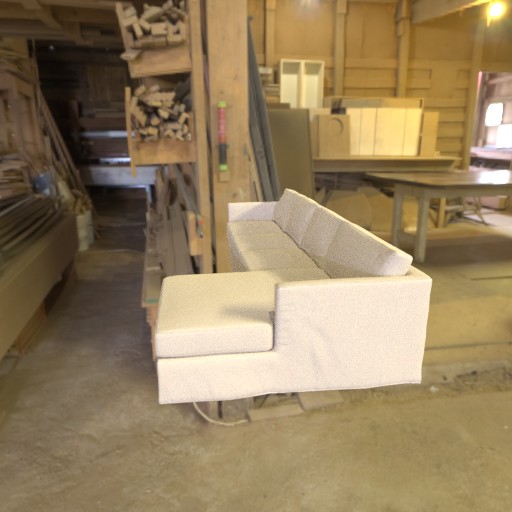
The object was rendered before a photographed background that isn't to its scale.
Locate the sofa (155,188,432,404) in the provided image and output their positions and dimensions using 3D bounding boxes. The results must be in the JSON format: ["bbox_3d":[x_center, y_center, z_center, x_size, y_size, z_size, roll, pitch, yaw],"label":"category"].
[{"bbox_3d":[0.000,0.000,4.020,1.622,0.871,3.206,-2,16,-8],"label":"sofa"}]
